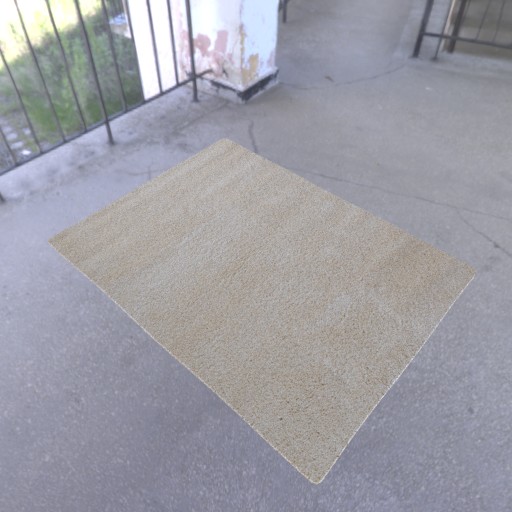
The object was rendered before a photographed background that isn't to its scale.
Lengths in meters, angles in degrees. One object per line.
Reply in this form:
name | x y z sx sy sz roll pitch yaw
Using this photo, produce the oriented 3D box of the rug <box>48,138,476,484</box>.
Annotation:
rug | 0.000 0.000 2.046 1.600 0.025 1.199 34 55 27
